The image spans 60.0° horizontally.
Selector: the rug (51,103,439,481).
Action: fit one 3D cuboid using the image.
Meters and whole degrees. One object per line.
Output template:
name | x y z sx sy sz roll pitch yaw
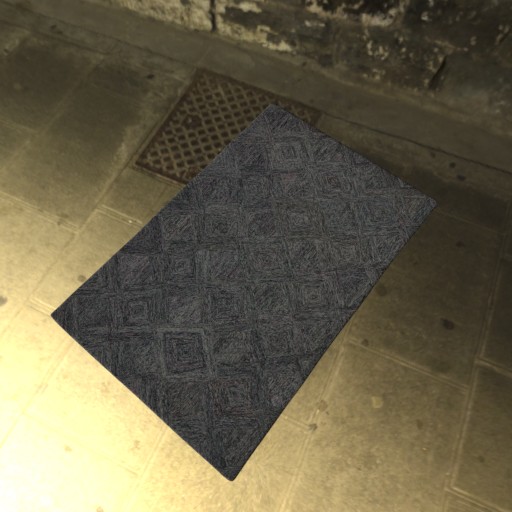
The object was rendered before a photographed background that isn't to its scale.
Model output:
rug | 0.000 0.000 2.274 1.158 0.013 1.752 36 70 15
